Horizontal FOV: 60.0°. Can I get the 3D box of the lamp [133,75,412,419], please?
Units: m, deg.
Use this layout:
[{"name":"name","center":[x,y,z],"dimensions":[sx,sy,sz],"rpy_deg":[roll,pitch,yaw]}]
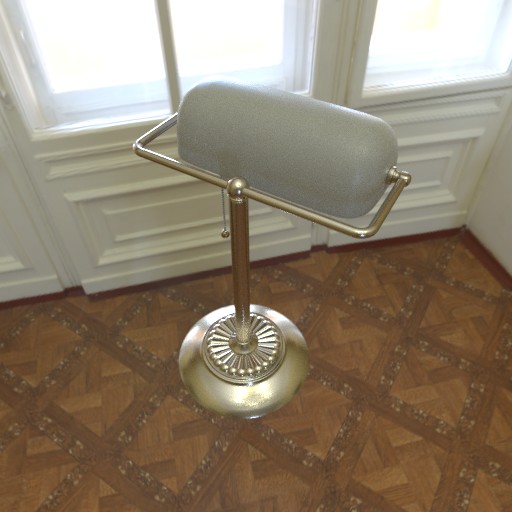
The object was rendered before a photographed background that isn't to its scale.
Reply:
[{"name":"lamp","center":[0.000,0.000,0.508],"dimensions":[0.264,0.339,0.243],"rpy_deg":[23,50,21]}]
